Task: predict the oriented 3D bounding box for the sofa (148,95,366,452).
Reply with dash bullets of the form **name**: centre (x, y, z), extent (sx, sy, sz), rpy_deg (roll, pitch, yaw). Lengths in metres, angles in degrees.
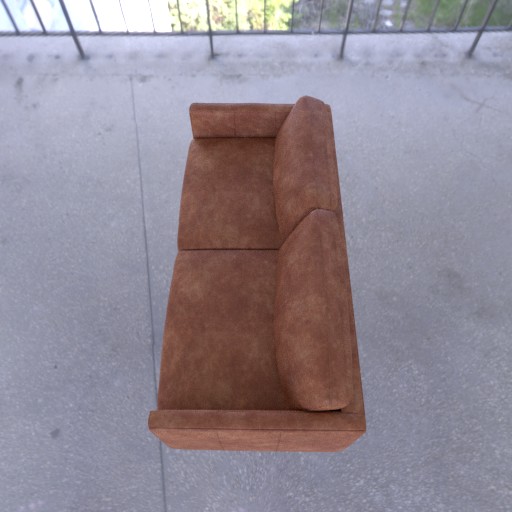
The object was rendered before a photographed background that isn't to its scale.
- **sofa**: centre (0.000, 0.000, 2.487), extent (0.923, 0.863, 1.971), rpy_deg (1, 59, 0)
